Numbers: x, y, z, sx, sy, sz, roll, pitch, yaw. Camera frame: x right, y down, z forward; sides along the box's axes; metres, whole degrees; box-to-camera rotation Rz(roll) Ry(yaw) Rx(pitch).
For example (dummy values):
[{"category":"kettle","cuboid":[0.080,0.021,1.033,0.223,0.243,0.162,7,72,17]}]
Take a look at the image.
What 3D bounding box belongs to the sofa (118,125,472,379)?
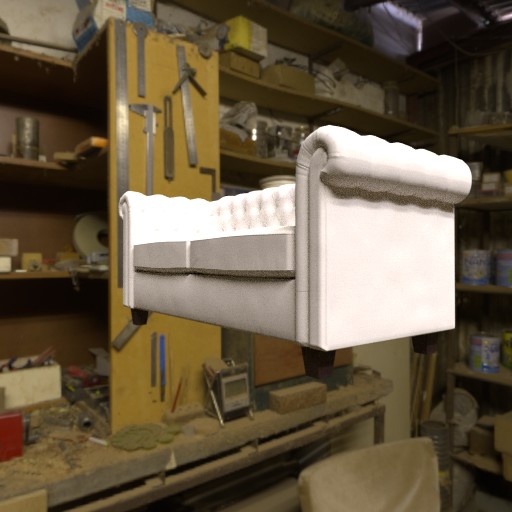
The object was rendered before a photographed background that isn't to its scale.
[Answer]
[{"category":"sofa","cuboid":[0.000,0.000,2.209,0.771,0.796,1.798,0,-1,-37]}]
